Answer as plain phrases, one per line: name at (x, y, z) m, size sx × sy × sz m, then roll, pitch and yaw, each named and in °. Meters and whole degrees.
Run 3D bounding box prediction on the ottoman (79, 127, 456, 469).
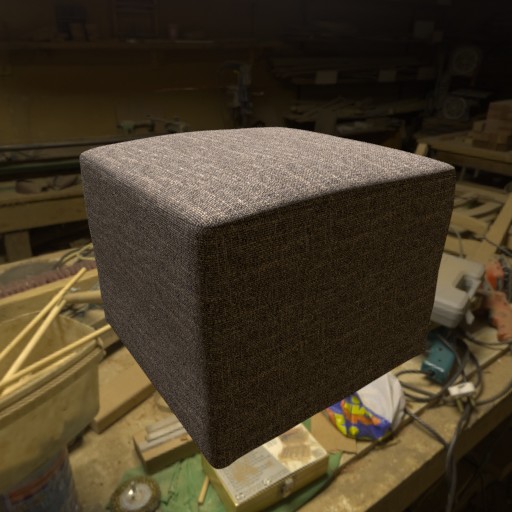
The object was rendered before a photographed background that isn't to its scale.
ottoman at (0.000, 0.000, 0.892) m, size 0.512 × 0.453 × 0.521 m, roll -17°, pitch 30°, yaw -32°
